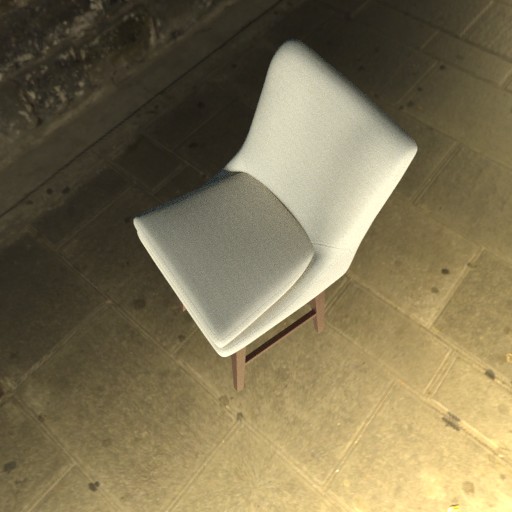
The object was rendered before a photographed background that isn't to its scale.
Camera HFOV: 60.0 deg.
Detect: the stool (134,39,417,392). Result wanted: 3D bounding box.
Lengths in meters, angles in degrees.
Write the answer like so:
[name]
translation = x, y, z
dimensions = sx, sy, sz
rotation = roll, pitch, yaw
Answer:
[stool]
translation = 0.000, 0.000, 1.406
dimensions = 0.559, 1.093, 0.483
rotation = -32, 67, -16
